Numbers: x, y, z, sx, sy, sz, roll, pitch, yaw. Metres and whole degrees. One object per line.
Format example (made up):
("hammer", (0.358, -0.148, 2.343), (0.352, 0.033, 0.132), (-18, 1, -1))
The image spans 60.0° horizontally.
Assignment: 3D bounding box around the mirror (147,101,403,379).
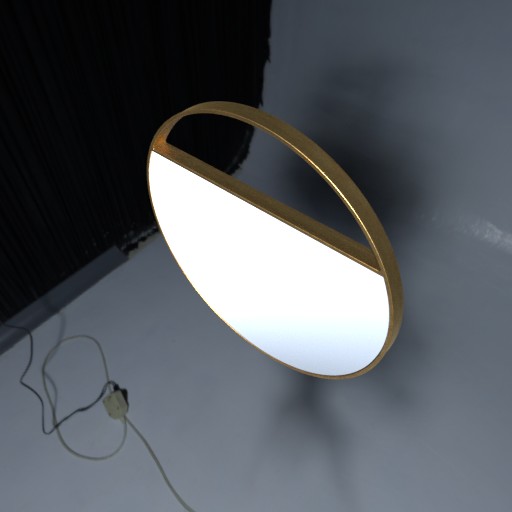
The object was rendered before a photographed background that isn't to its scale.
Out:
("mirror", (0.000, 0.000, 0.822), (0.565, 0.565, 0.032), (31, 54, 27))
